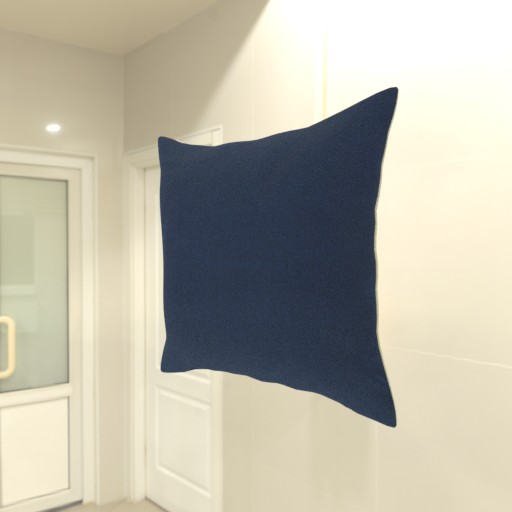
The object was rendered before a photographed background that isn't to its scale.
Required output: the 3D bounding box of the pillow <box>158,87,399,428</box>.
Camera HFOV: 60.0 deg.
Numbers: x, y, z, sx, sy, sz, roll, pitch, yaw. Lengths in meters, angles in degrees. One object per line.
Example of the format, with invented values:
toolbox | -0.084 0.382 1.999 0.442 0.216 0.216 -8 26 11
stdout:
pillow | 0.000 0.000 0.723 0.463 0.454 0.173 1 1 36
